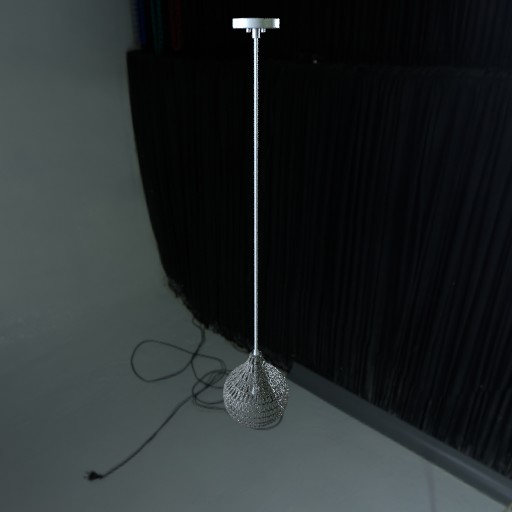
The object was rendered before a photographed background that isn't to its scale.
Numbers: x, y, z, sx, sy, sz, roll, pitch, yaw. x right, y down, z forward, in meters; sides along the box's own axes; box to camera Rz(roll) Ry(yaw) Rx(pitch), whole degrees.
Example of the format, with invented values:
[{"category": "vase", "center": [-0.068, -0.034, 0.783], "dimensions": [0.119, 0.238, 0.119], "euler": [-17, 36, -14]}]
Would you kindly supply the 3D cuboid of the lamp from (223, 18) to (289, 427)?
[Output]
[{"category": "lamp", "center": [0.000, 0.000, 2.034], "dimensions": [0.355, 1.919, 0.355], "euler": [18, 32, 32]}]
